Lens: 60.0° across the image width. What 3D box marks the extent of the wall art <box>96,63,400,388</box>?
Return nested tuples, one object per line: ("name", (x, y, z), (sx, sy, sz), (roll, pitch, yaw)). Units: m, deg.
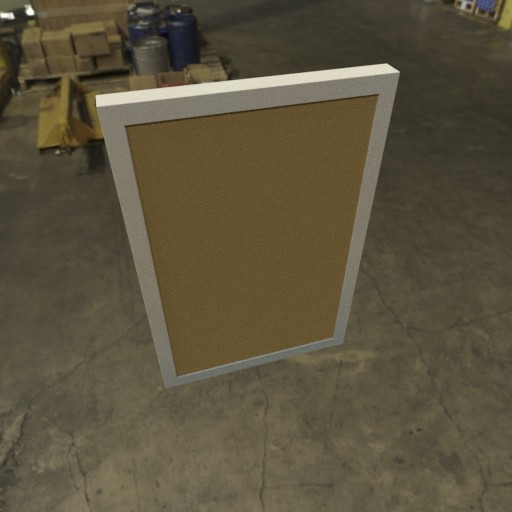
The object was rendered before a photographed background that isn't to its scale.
("wall art", (0.000, 0.000, 0.788), (0.408, 0.611, 0.038), (-11, 43, -13))
